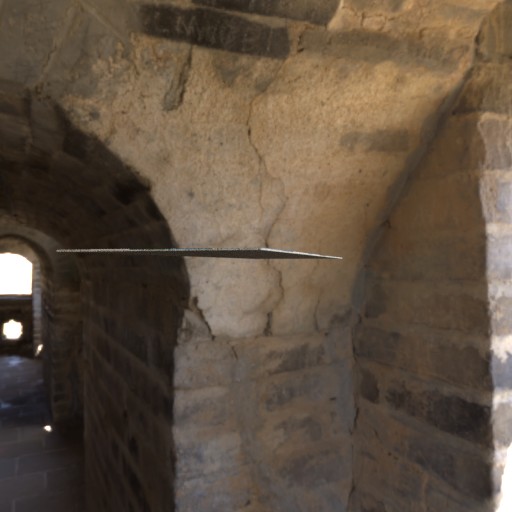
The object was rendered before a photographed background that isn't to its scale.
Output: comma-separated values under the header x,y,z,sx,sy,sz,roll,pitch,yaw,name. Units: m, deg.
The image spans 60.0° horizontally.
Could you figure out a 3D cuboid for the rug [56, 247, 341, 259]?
x,y,z,sx,sy,sz,roll,pitch,yaw,name
0.000,0.000,2.636,0.774,0.008,2.437,0,-1,17,rug
